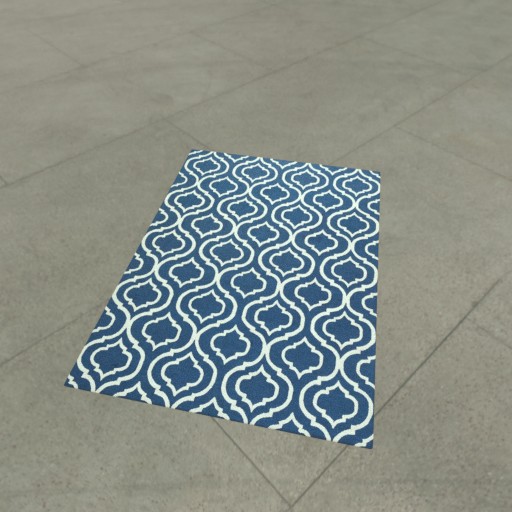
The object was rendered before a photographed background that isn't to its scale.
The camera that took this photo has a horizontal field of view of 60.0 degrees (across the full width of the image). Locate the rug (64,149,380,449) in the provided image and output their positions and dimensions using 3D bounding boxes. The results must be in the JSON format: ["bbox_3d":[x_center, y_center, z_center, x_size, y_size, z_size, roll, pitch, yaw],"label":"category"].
[{"bbox_3d":[0.000,0.000,2.823,1.524,0.010,2.134,9,47,8],"label":"rug"}]
